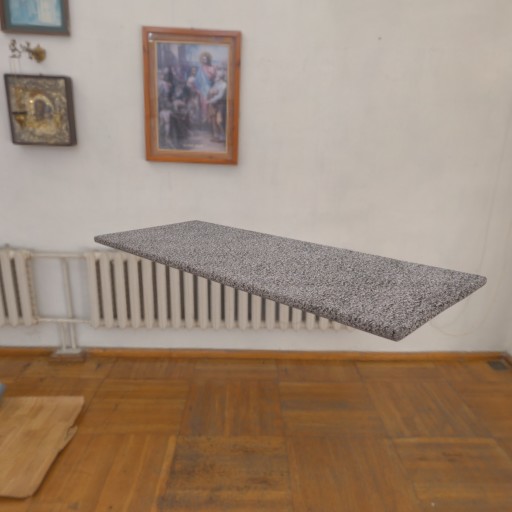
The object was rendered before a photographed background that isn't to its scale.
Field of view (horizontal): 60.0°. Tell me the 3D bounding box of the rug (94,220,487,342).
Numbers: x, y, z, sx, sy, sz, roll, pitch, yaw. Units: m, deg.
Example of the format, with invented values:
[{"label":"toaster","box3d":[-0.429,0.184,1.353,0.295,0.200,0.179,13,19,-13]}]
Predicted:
[{"label":"rug","box3d":[0.000,0.000,1.751,1.524,0.030,0.609,14,20,43]}]
